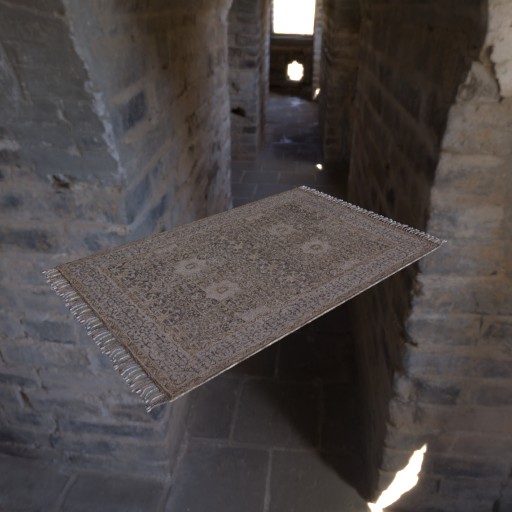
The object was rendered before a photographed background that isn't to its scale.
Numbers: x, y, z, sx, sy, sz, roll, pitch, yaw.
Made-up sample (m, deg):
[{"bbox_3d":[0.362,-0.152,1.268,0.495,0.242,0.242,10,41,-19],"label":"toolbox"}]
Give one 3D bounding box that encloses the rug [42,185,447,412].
[{"bbox_3d":[0.000,0.000,2.553,2.029,0.010,1.237,-23,37,-34],"label":"rug"}]
